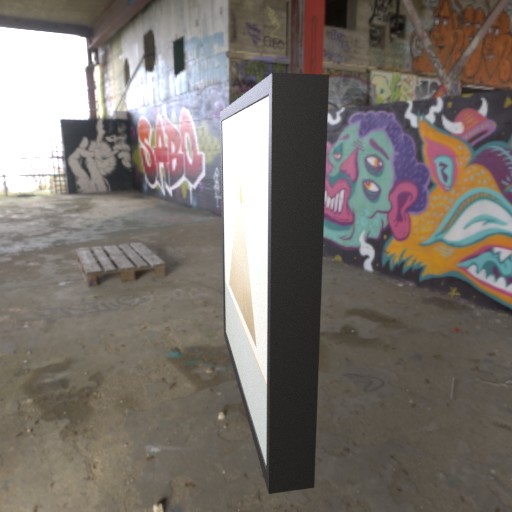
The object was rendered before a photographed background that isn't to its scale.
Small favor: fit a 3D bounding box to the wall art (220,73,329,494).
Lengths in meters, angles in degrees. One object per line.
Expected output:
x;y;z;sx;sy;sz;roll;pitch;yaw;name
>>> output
0.000;0.000;0.453;0.037;0.303;0.304;-2;14;-10;wall art
